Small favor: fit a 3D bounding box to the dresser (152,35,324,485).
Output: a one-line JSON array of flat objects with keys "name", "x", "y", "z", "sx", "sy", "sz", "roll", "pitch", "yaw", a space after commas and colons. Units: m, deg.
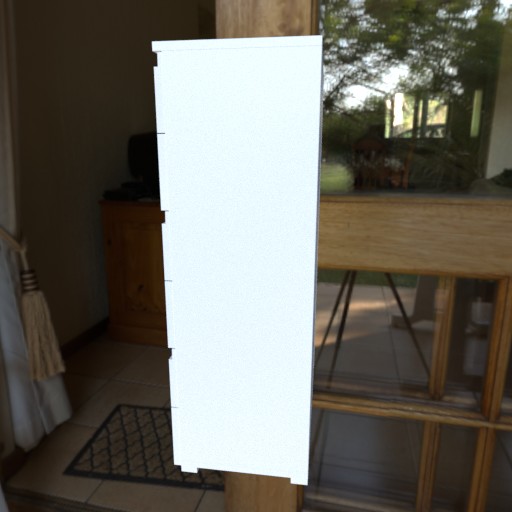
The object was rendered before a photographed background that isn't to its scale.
[{"name": "dresser", "x": 0.000, "y": 0.000, "z": 1.475, "sx": 0.400, "sy": 1.190, "sz": 0.650, "roll": 2, "pitch": 14, "yaw": 8}]
